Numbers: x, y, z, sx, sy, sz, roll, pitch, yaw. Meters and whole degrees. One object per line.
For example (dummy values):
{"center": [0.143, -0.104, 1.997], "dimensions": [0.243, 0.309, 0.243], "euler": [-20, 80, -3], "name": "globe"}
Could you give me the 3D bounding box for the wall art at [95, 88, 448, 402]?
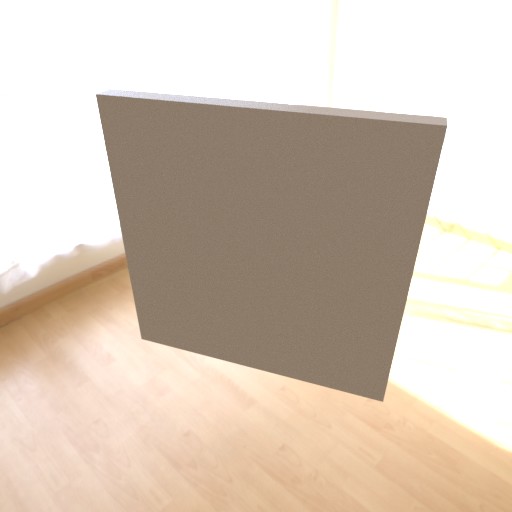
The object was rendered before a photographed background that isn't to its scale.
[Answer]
{"center": [0.000, 0.000, 0.533], "dimensions": [0.355, 0.355, 0.027], "euler": [11, 34, 16], "name": "wall art"}
